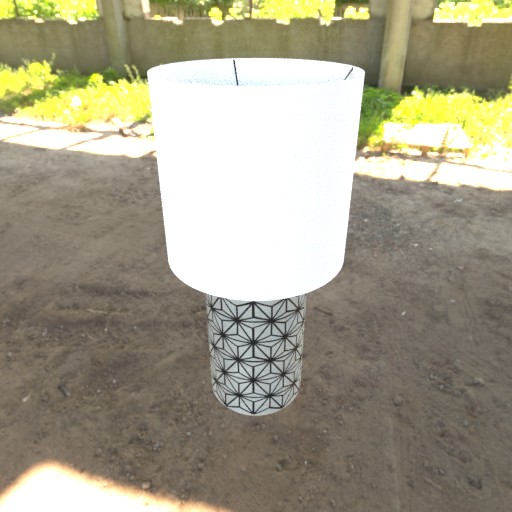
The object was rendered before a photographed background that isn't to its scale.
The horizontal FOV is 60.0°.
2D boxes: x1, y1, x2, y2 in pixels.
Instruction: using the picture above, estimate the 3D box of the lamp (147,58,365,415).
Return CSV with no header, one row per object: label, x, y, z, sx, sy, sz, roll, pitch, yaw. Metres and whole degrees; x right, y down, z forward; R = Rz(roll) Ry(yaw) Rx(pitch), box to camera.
lamp,0.000,0.000,0.532,0.206,0.416,0.206,-8,30,-13
